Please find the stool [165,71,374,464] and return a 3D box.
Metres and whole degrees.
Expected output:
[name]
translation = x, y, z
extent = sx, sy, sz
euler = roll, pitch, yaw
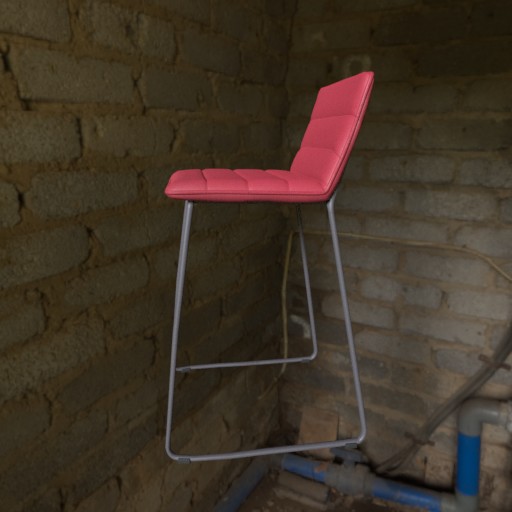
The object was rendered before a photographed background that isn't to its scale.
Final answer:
[stool]
translation = 0.000, 0.000, 1.246
extent = 0.524, 0.937, 0.489
euler = -2, 15, -8
